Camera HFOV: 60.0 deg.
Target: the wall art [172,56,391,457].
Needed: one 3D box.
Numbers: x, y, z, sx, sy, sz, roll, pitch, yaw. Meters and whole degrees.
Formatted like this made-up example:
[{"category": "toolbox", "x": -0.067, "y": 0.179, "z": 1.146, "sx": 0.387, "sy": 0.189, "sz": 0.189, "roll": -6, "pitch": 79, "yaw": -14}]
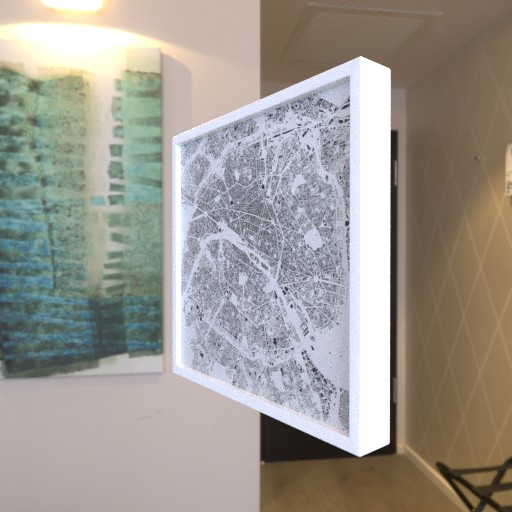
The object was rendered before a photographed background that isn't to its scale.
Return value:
[{"category": "wall art", "x": 0.000, "y": 0.000, "z": 0.467, "sx": 0.038, "sy": 0.305, "sz": 0.305, "roll": 0, "pitch": 1, "yaw": -38}]
